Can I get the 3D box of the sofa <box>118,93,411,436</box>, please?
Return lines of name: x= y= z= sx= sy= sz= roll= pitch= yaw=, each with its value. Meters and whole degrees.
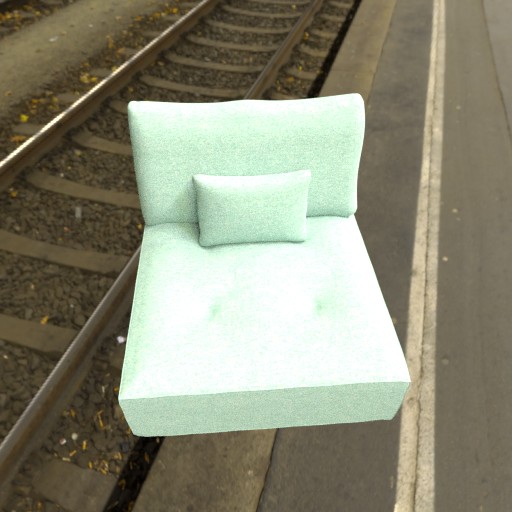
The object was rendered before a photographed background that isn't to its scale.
sofa: x=0.000 y=0.000 z=1.665 sx=0.930 sy=0.820 sz=1.000 roll=-3 pitch=45 yaw=-3
